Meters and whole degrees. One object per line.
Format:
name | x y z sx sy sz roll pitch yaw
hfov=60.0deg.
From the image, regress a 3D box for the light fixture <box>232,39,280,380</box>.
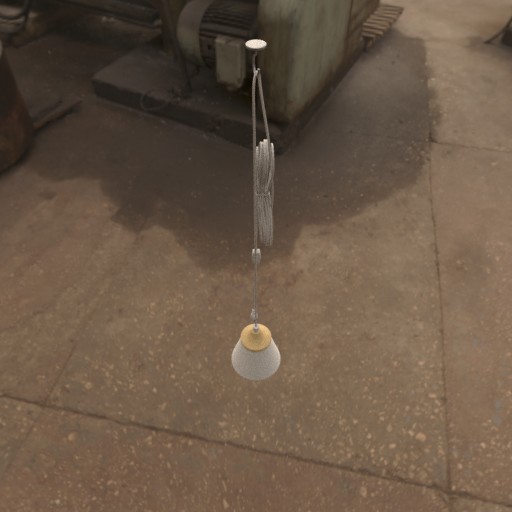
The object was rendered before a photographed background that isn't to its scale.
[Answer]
light fixture | 0.000 0.000 1.032 0.153 0.966 0.153 11 49 9
